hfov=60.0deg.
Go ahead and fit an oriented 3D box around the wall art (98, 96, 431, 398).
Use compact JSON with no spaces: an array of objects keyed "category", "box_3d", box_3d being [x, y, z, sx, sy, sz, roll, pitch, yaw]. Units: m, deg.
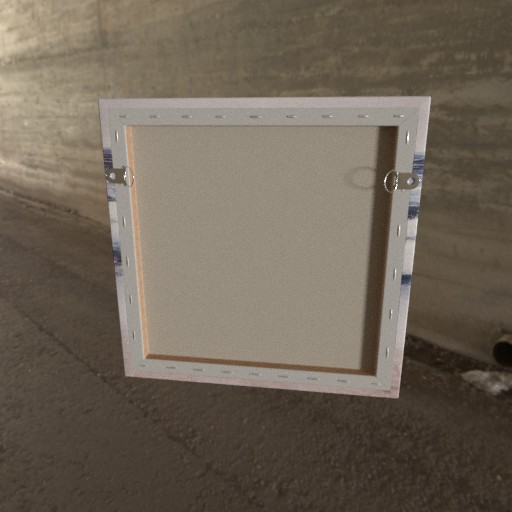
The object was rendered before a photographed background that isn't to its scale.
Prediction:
[{"category":"wall art","box_3d":[0.000,0.000,1.107,0.755,0.747,0.065,2,17,8]}]
